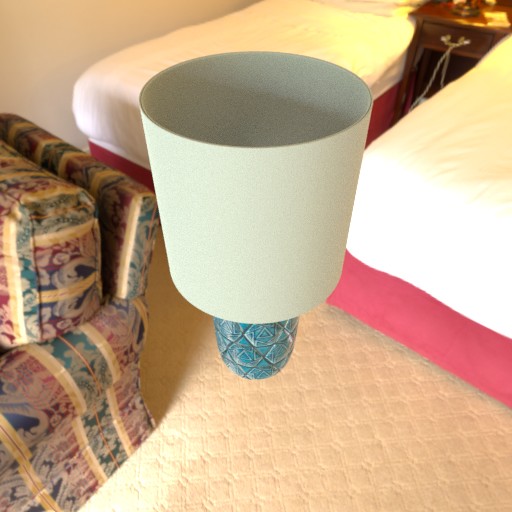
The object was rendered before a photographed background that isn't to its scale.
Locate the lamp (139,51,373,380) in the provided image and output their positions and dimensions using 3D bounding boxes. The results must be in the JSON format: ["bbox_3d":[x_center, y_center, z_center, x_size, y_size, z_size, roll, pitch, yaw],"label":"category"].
[{"bbox_3d":[0.000,0.000,0.498,0.193,0.377,0.193,1,43,1],"label":"lamp"}]
